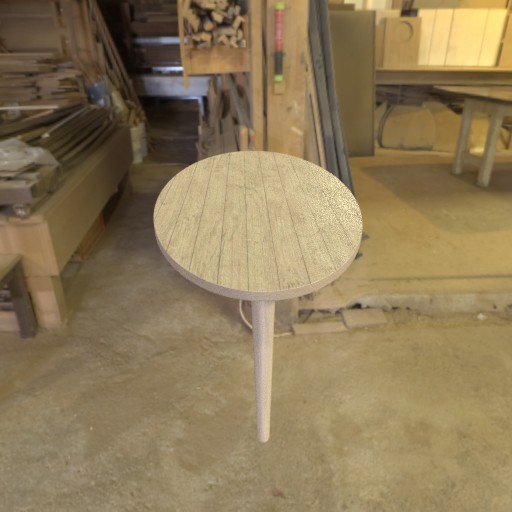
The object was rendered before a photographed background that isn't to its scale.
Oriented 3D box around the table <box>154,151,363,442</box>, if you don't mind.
[{"bbox_3d":[0.000,0.000,1.334,0.542,0.390,1.083,-1,26,-2],"label":"table"}]
